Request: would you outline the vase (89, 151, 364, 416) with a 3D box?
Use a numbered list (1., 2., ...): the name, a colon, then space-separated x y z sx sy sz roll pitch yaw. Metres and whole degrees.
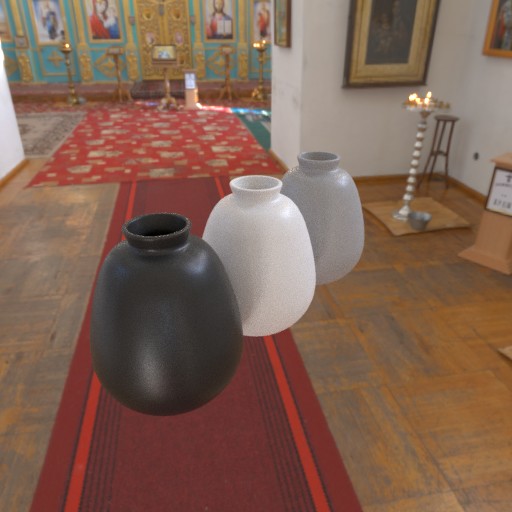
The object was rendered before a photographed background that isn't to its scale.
1. vase: 0.000 0.000 0.356 0.097 0.122 0.297 17 31 31
